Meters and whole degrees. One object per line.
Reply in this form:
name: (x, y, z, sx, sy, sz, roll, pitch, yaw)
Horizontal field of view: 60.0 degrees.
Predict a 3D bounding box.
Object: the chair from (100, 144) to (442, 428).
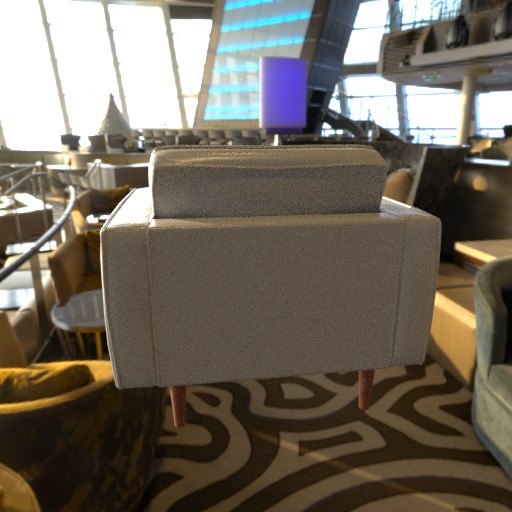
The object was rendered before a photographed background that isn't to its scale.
chair: (0.000, 0.000, 1.557, 0.928, 0.773, 0.843, -2, 16, -8)
